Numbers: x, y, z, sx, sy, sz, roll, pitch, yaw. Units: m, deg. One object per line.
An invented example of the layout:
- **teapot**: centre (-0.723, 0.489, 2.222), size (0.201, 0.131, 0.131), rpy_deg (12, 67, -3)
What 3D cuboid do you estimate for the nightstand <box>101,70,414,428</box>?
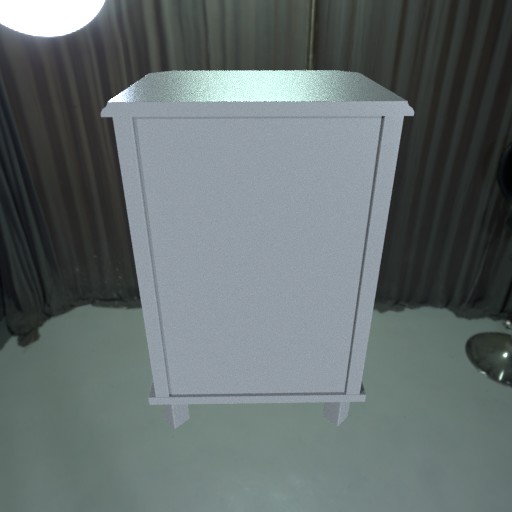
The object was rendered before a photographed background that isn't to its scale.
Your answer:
- **nightstand**: centre (0.000, 0.000, 0.925), size (0.435, 0.680, 0.348), rpy_deg (-1, 29, -1)
